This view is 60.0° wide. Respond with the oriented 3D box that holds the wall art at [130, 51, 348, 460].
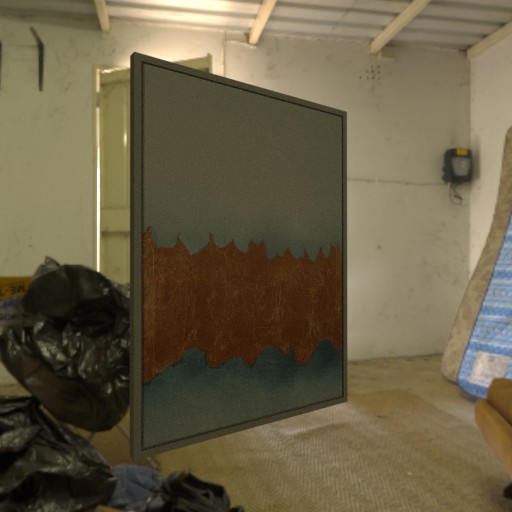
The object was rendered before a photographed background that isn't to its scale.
[{"bbox_3d":[0.000,0.000,1.373,0.789,1.042,0.034,0,0,-36],"label":"wall art"}]
